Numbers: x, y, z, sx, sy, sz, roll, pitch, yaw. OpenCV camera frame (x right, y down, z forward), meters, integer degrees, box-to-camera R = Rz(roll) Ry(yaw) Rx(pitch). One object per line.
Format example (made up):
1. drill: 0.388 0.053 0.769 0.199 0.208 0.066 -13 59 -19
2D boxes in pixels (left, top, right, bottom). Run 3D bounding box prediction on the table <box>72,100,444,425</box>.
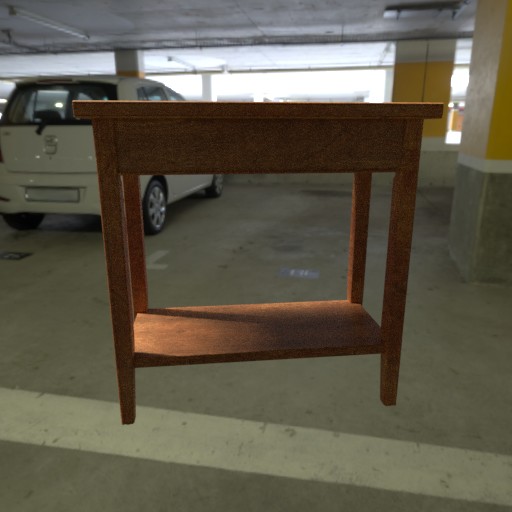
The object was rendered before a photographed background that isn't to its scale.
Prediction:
1. table: 0.000 0.000 0.949 0.610 0.610 0.305 -2 16 -6
